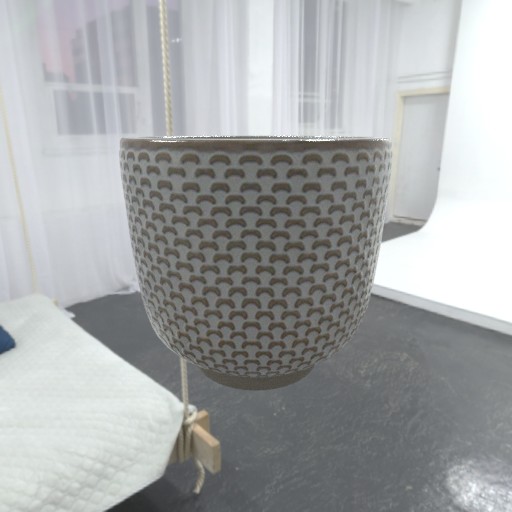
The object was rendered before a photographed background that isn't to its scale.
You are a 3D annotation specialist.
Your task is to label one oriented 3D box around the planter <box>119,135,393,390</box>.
[{"bbox_3d":[0.000,0.000,0.250,0.139,0.130,0.139,0,16,0],"label":"planter"}]
